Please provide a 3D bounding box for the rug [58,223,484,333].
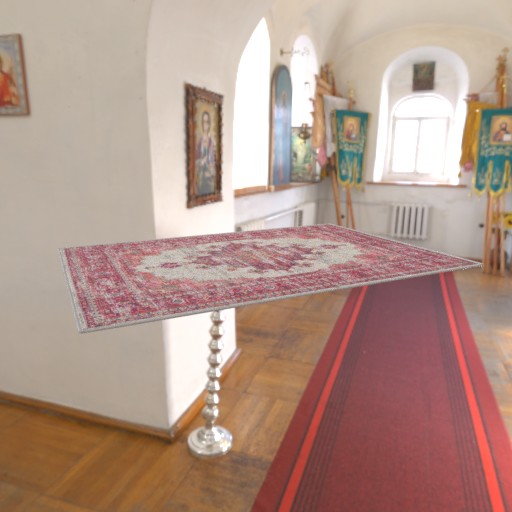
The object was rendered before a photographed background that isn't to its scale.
[{"bbox_3d":[0.000,0.000,2.802,2.232,0.011,1.555,-7,15,-25],"label":"rug"}]
